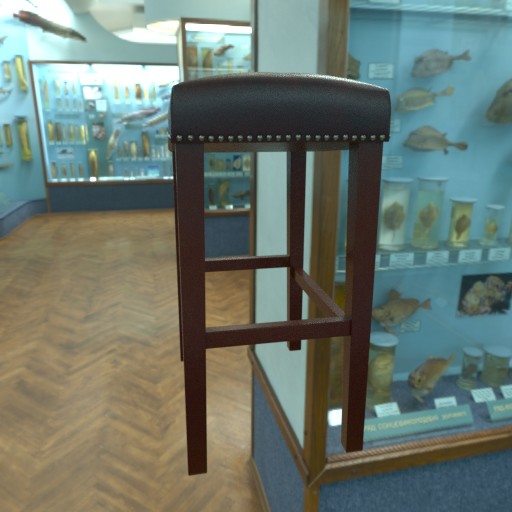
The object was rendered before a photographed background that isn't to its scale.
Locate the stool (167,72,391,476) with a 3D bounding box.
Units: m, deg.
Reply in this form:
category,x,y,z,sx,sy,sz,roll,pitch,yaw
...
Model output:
category,x,y,z,sx,sy,sz,roll,pitch,yaw
stool,0.000,0.000,1.021,0.372,0.742,0.504,-3,16,-11
